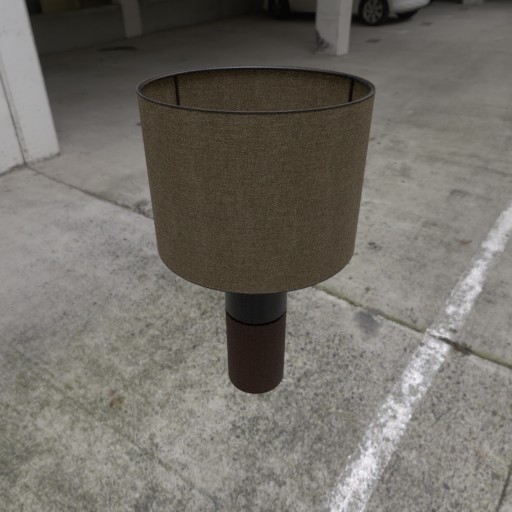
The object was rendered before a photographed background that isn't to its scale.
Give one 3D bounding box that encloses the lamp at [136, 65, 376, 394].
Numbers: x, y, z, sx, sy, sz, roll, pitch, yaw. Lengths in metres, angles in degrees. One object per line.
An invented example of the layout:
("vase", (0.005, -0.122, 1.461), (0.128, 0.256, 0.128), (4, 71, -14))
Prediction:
("lamp", (0.000, 0.000, 0.474), (0.202, 0.350, 0.202), (0, 31, 0))
